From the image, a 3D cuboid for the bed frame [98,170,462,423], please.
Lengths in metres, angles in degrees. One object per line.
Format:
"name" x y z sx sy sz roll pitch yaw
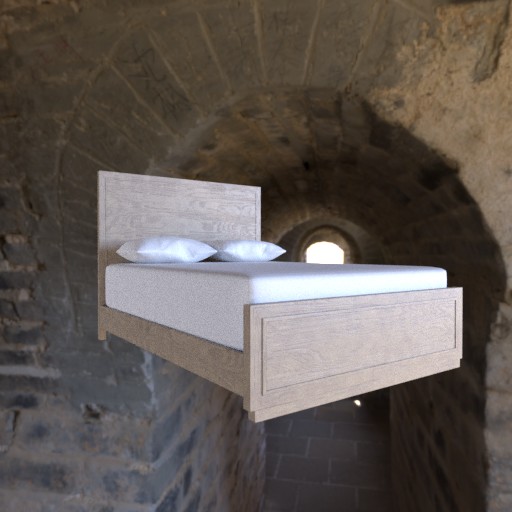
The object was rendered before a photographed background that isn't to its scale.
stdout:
"bed frame" 0.000 0.000 3.183 1.606 1.369 2.189 0 1 -35
